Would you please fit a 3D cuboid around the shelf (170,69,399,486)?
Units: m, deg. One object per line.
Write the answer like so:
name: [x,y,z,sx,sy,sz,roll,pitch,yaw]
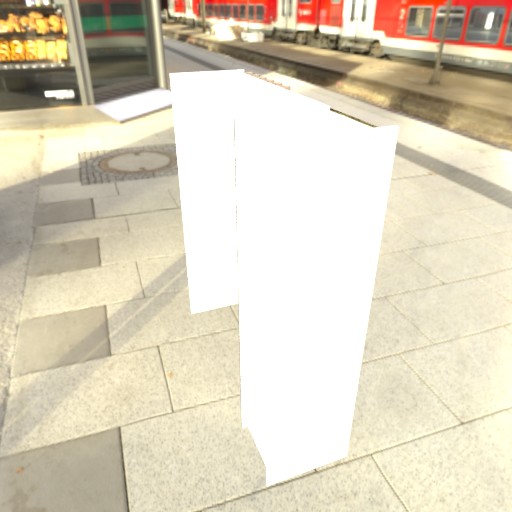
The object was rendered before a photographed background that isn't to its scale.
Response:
shelf: [0.000,0.000,2.591,0.500,1.820,1.600,-11,32,-19]
